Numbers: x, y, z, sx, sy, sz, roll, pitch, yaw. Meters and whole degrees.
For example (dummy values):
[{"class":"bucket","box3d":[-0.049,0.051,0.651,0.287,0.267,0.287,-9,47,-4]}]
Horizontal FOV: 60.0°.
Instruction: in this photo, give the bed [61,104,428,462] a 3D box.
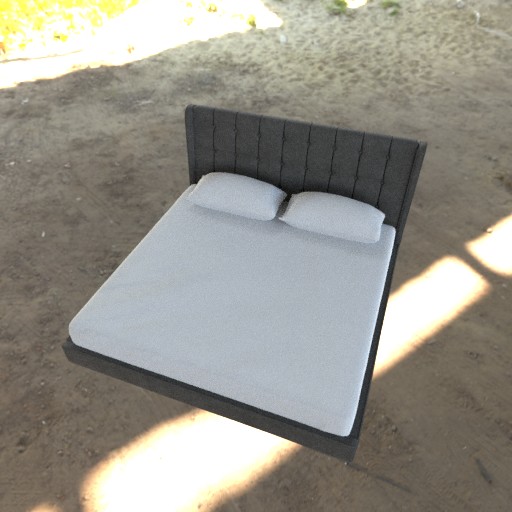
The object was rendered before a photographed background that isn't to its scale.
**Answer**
[{"class":"bed","box3d":[0.000,0.000,2.521,1.531,0.933,1.638,14,44,15]}]
